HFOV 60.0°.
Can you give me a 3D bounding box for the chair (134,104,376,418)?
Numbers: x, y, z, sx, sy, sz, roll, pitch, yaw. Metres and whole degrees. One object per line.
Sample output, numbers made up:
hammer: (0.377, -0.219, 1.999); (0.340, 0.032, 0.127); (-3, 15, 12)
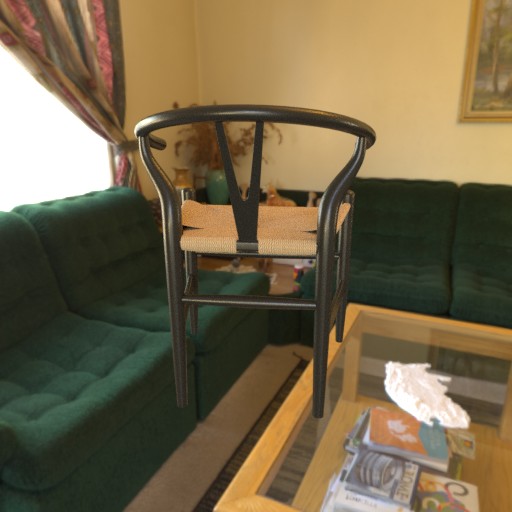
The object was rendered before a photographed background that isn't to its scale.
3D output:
chair: (0.000, 0.000, 1.176); (0.570, 0.739, 0.570); (2, 17, 7)
